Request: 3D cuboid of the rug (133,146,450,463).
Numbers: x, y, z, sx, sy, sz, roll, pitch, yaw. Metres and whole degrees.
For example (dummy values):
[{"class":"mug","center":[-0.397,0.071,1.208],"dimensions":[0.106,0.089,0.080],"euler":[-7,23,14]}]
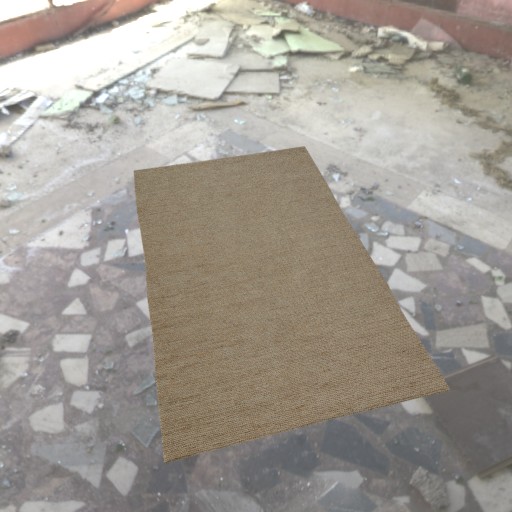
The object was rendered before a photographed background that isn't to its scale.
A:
[{"class":"rug","center":[0.000,0.000,3.056],"dimensions":[1.533,0.011,2.439],"euler":[-10,47,-10]}]
